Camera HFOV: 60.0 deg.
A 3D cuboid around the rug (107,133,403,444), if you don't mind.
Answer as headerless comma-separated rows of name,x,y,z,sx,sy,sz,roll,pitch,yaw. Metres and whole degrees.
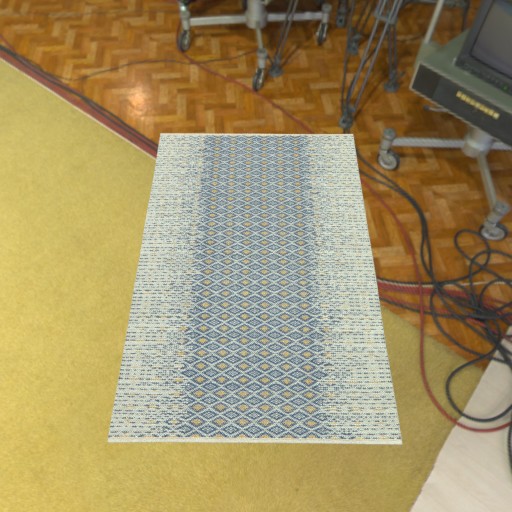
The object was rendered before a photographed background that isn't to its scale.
rug,0.000,0.000,2.316,1.219,0.005,1.828,0,58,0
